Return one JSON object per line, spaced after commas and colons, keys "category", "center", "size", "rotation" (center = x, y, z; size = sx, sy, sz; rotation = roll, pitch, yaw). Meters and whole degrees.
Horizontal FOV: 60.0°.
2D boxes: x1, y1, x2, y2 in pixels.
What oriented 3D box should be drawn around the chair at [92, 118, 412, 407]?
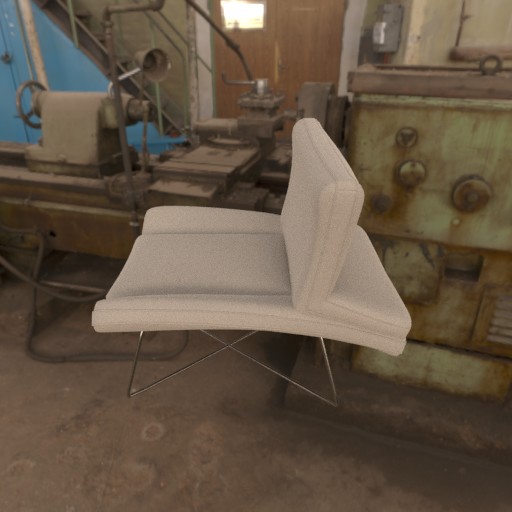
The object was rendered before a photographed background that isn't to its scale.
{"category": "chair", "center": [0.000, 0.000, 1.663], "size": [1.008, 0.855, 0.859], "rotation": [0, 28, 0]}
